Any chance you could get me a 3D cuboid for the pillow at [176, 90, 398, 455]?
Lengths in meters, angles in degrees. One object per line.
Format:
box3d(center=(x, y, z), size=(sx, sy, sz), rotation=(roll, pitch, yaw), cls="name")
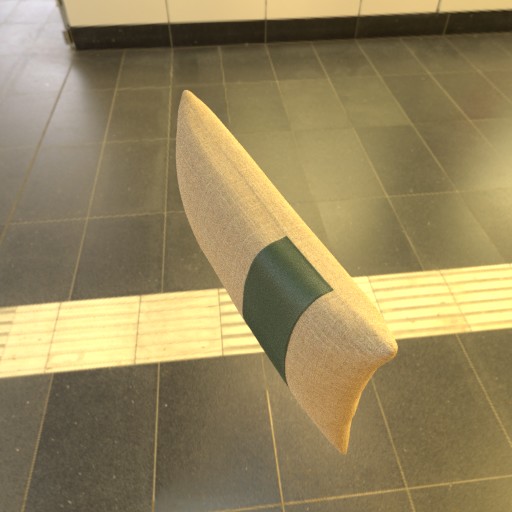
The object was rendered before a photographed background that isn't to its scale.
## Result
box3d(center=(0.000, 0.000, 1.030), size=(0.197, 0.429, 0.859), rotation=(-19, 50, -18), cls="pillow")
